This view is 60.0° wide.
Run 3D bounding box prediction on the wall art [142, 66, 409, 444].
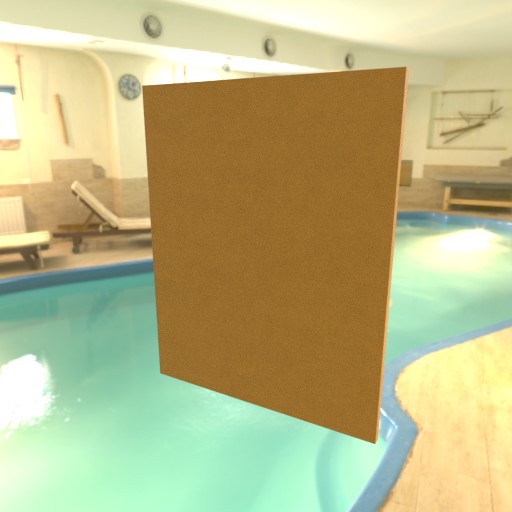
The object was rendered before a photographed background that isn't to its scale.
[{"bbox_3d":[0.000,0.000,1.336,0.798,1.002,0.030,8,17,28],"label":"wall art"}]
